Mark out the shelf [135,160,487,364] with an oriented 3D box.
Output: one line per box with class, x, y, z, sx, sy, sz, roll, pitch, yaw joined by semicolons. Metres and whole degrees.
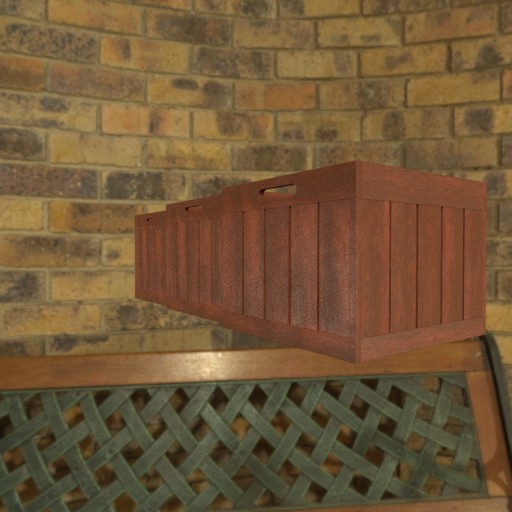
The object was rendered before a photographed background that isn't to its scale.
shelf;0.000;0.000;1.222;0.393;0.311;1.064;-1;1;-36
